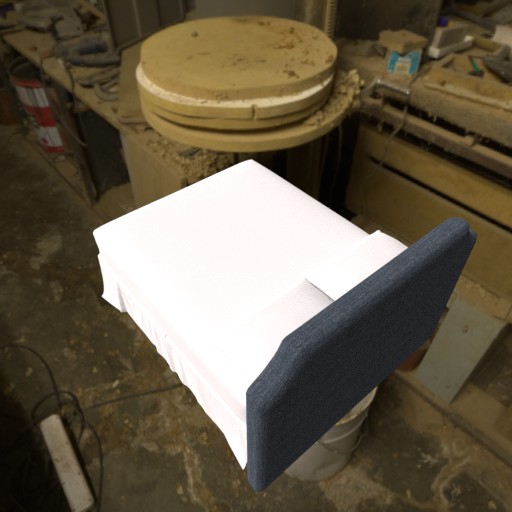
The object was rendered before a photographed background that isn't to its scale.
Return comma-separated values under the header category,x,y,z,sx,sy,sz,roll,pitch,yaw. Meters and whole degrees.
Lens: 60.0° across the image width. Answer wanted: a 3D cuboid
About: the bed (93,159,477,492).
category,x,y,z,sx,sy,sz,roll,pitch,yaw
bed,0.000,0.000,3.254,1.828,1.297,2.208,-30,52,-28
